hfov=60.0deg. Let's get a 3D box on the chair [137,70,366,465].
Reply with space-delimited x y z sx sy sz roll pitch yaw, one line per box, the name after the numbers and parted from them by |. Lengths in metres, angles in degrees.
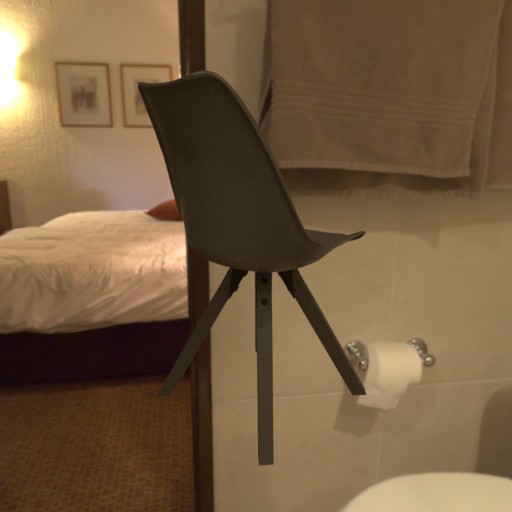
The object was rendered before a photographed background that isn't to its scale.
0.000 0.000 1.191 0.485 0.850 0.550 13 19 43 | chair
